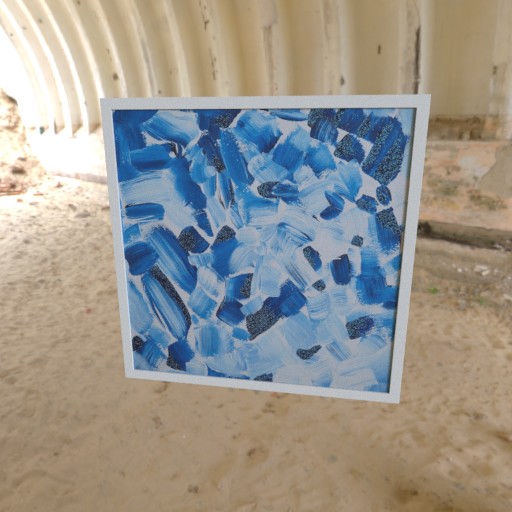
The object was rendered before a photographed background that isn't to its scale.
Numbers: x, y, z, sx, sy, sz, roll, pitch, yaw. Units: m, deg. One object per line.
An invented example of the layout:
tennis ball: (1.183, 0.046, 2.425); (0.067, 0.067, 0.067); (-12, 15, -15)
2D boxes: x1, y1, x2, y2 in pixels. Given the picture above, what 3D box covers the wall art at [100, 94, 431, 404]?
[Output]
wall art: (0.000, 0.000, 0.674); (0.457, 0.457, 0.012); (3, 16, 9)
